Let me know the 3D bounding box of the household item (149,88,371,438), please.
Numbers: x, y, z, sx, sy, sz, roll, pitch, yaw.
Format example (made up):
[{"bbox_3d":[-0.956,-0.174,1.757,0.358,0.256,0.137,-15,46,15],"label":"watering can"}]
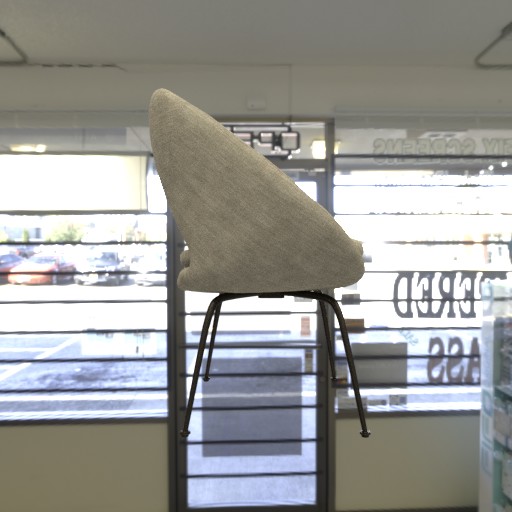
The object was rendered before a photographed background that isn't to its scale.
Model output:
[{"bbox_3d":[0.000,0.000,1.282,0.587,0.869,0.643,0,1,0],"label":"household item"}]
